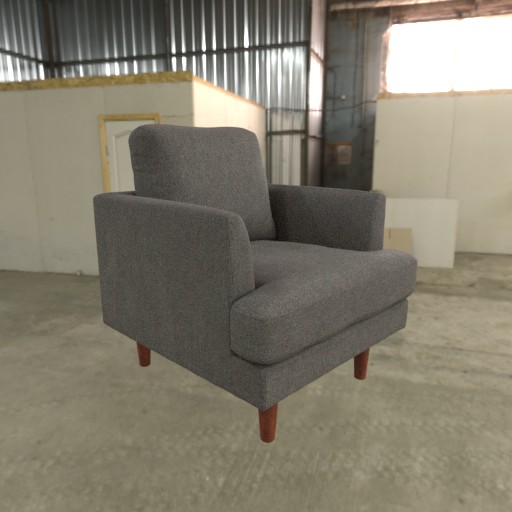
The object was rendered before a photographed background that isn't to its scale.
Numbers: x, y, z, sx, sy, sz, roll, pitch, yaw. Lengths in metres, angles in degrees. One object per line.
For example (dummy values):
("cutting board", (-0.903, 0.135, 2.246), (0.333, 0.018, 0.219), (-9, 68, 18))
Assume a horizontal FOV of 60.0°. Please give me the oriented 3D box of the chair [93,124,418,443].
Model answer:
("chair", (0.000, 0.000, 1.651), (0.899, 0.957, 0.858), (13, 18, 43))
